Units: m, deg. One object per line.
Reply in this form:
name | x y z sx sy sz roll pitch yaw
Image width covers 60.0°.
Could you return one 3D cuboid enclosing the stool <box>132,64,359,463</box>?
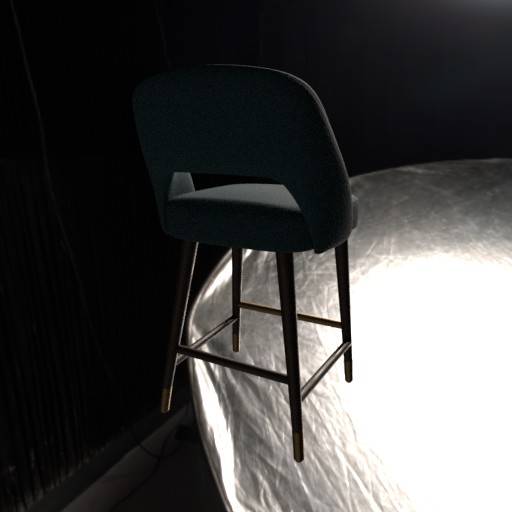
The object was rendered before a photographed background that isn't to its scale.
stool | 0.000 0.000 1.246 0.536 0.939 0.522 8 18 27
